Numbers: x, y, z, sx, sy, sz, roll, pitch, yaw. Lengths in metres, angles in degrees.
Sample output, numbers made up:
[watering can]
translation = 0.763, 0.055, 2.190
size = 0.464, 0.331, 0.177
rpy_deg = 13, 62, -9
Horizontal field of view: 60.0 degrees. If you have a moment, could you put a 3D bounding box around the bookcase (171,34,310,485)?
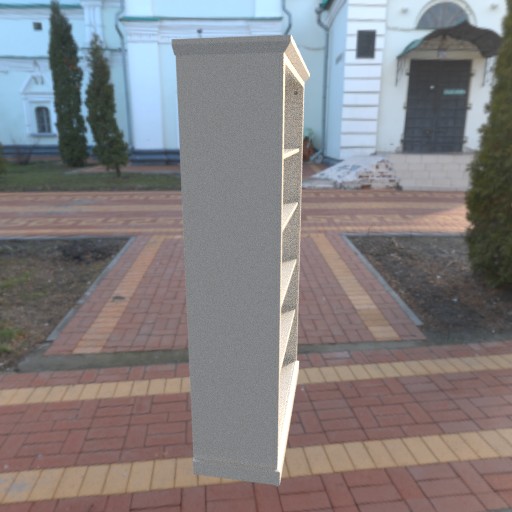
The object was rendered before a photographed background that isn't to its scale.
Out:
[bookcase]
translation = 0.000, 0.000, 2.302
size = 0.432, 1.880, 1.050
rpy_deg = 3, 16, 10
